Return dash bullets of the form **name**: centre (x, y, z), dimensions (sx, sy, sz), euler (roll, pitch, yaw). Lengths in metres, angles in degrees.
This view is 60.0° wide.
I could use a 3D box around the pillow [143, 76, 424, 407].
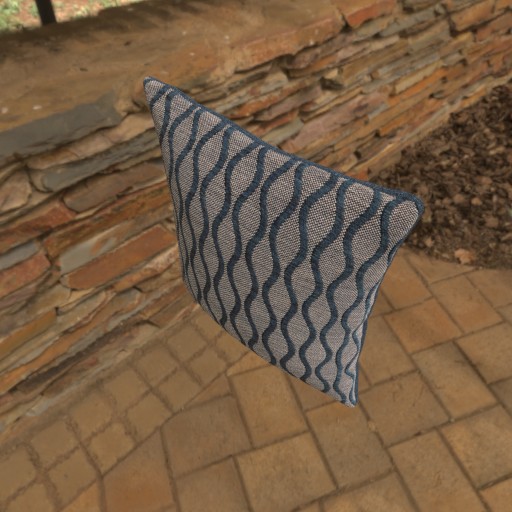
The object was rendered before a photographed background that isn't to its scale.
- **pillow**: centre (0.000, 0.000, 0.678), dimensions (0.435, 0.435, 0.159), euler (33, 55, 27)
